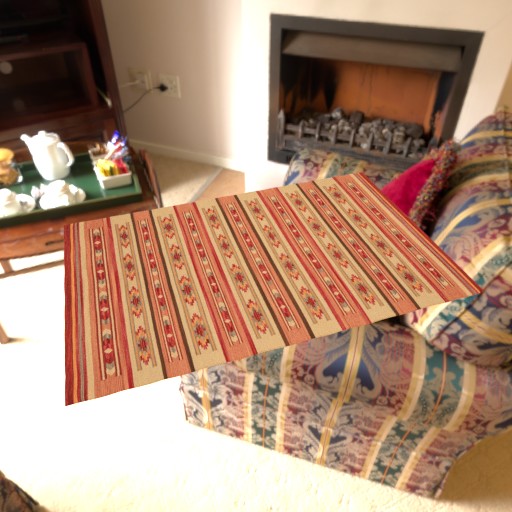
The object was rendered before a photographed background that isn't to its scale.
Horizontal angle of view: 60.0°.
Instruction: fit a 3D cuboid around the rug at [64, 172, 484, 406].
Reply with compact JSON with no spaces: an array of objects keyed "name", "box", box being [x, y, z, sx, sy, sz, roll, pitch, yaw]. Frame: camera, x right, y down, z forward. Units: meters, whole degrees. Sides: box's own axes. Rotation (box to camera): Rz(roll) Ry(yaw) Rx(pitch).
[{"name":"rug","box":[0.000,0.000,2.957,2.431,0.010,1.535,-12,42,-14]}]
